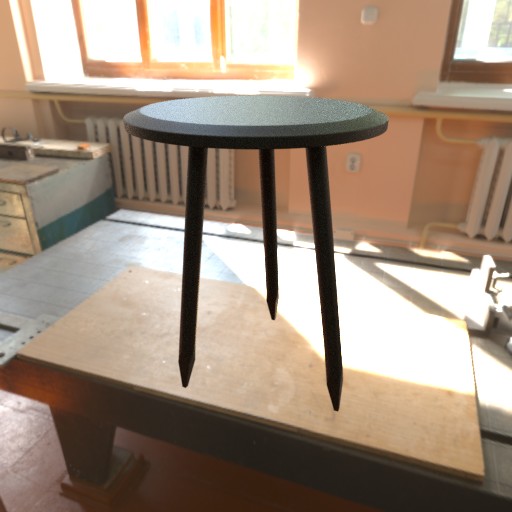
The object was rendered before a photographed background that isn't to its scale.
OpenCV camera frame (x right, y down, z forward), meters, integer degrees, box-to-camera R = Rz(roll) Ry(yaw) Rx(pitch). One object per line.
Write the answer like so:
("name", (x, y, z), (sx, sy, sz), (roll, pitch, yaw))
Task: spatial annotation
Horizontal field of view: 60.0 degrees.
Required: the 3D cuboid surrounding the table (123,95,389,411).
("table", (0.000, 0.000, 0.912), (0.457, 0.585, 0.457), (0, 25, 0))
